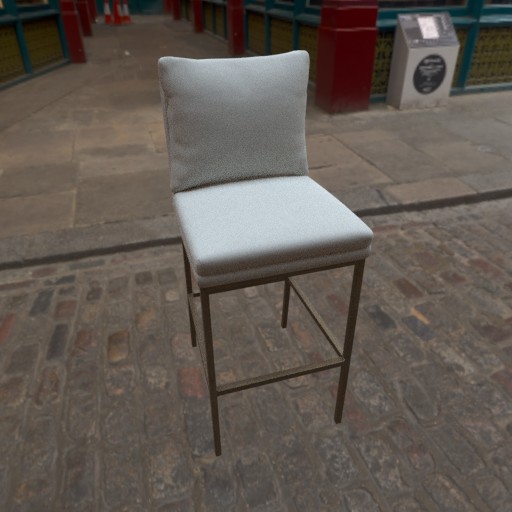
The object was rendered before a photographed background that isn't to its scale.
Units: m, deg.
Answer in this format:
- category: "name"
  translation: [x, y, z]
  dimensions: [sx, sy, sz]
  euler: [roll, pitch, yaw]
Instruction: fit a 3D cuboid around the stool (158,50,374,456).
- category: "stool"
  translation: [0.000, 0.000, 1.398]
  dimensions: [0.463, 1.125, 0.572]
  euler: [-9, 34, -14]
